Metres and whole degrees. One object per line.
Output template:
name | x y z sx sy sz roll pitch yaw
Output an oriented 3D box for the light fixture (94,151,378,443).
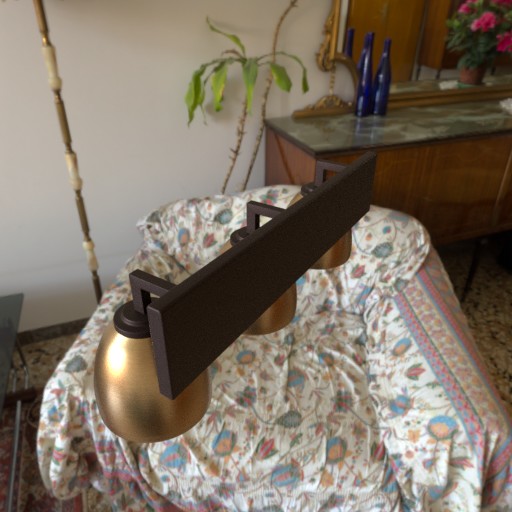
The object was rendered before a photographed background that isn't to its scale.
light fixture | 0.000 0.000 0.671 0.157 0.204 0.582 18 35 28
